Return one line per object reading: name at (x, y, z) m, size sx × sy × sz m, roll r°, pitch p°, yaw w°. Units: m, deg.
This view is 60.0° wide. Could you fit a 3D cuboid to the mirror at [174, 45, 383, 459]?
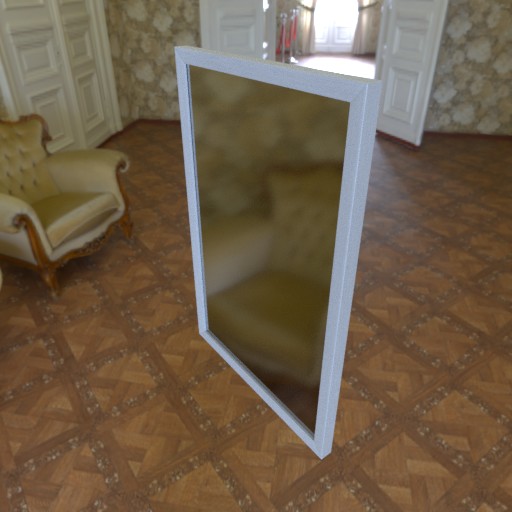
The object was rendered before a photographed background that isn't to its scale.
mirror at (0.000, 0.000, 1.120) m, size 0.040 × 0.915 × 0.609 m, roll -21°, pitch 37°, yaw -31°
